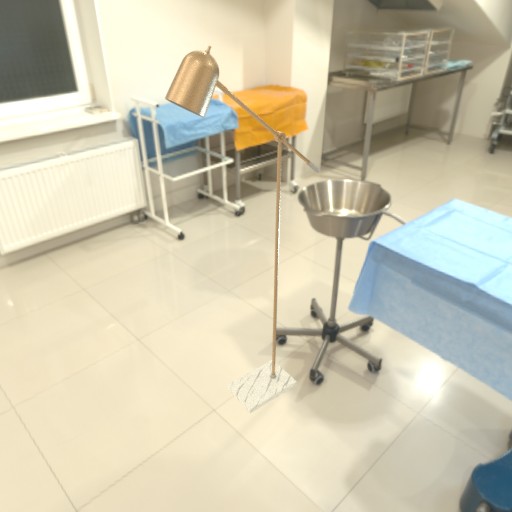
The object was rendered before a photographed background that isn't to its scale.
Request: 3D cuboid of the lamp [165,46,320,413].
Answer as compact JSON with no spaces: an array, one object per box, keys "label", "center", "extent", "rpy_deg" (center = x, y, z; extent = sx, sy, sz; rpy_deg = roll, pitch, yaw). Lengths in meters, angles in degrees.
[{"label":"lamp","center":[0.000,0.000,1.821],"extent":[0.653,1.594,0.194],"rpy_deg":[-22,38,-31]}]
